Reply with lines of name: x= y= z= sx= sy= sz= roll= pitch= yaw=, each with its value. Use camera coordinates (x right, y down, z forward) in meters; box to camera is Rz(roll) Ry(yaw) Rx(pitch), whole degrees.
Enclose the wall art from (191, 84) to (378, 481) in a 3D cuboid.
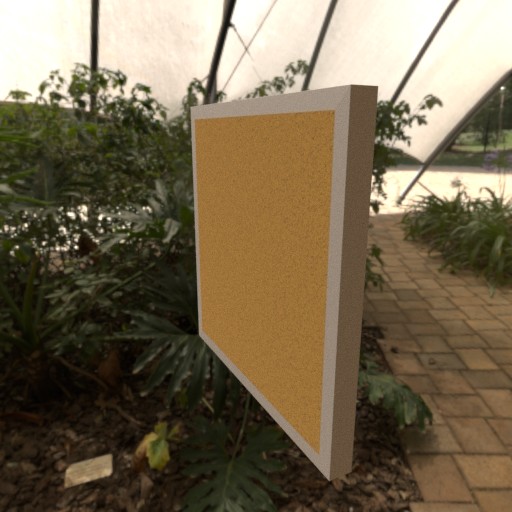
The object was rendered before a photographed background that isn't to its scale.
wall art: x=0.000 y=0.000 z=1.936 sx=0.098 sy=1.291 sz=1.289 roll=-8 pitch=18 yaw=-26
